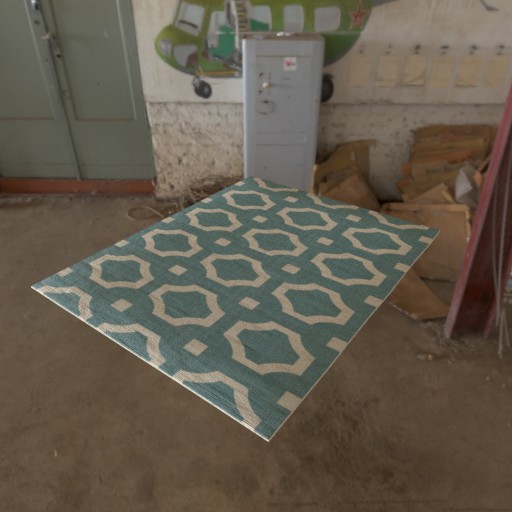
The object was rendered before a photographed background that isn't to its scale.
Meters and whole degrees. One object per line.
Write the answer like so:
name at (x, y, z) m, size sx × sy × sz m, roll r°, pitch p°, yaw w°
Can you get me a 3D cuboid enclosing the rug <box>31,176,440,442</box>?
rug at (0.000, 0.000, 4.149) m, size 2.466 × 0.021 × 3.049 m, roll 22°, pitch 38°, yaw 30°
